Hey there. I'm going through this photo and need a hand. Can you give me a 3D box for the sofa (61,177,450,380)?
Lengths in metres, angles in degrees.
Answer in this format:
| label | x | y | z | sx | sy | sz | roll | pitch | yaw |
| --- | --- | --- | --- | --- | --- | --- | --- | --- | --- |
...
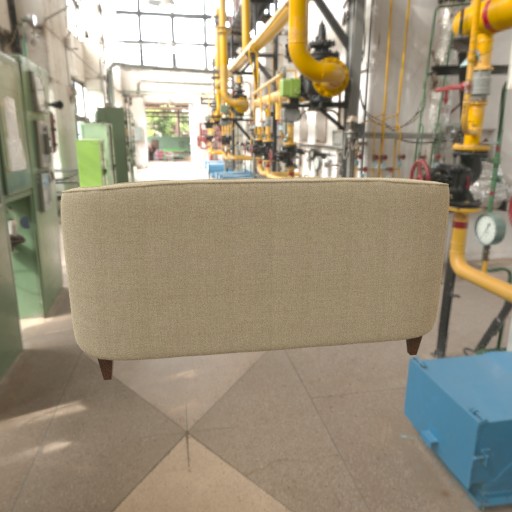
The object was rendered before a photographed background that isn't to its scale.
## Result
| label | x | y | z | sx | sy | sz | roll | pitch | yaw |
| --- | --- | --- | --- | --- | --- | --- | --- | --- | --- |
| sofa | 0.000 | 0.000 | 2.265 | 1.733 | 0.855 | 0.941 | -2 | 15 | -9 |
